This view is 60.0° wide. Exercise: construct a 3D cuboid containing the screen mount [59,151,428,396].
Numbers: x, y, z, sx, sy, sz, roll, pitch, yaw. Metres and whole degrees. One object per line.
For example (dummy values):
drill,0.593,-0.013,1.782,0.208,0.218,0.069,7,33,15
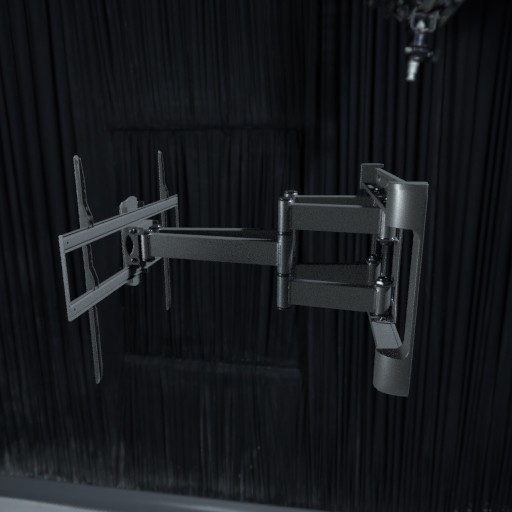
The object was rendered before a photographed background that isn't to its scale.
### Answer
screen mount,0.000,0.000,1.085,0.644,0.491,0.661,2,15,9
